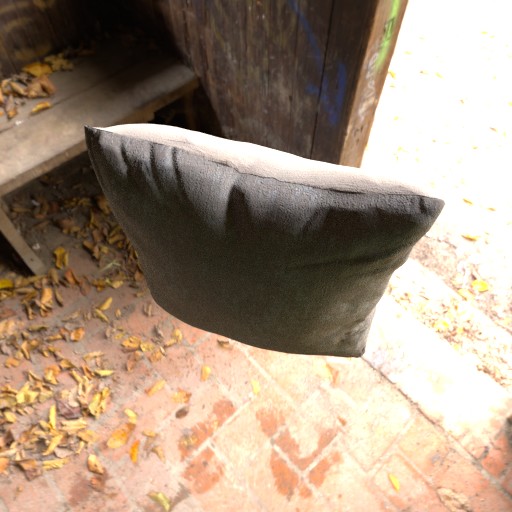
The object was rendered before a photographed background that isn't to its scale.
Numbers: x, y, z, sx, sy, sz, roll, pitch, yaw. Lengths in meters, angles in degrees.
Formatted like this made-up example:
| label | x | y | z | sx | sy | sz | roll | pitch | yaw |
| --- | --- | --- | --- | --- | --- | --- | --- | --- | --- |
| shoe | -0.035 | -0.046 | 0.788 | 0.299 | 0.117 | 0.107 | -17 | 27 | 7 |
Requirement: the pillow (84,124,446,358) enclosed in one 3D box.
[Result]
| label | x | y | z | sx | sy | sz | roll | pitch | yaw |
| --- | --- | --- | --- | --- | --- | --- | --- | --- | --- |
| pillow | 0.000 | 0.000 | 0.709 | 0.450 | 0.448 | 0.245 | 16 | 59 | 10 |
